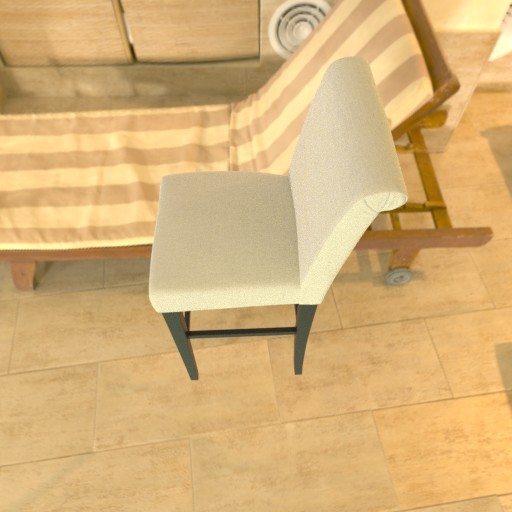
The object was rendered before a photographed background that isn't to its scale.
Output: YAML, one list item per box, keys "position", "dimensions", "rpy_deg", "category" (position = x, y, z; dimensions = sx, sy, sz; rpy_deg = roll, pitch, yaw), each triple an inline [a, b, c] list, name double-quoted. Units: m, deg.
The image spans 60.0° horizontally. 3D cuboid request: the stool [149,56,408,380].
- position: [0.000, 0.000, 1.442]
  dimensions: [0.597, 1.124, 0.452]
  rpy_deg: [-2, 57, -1]
  category: "stool"
